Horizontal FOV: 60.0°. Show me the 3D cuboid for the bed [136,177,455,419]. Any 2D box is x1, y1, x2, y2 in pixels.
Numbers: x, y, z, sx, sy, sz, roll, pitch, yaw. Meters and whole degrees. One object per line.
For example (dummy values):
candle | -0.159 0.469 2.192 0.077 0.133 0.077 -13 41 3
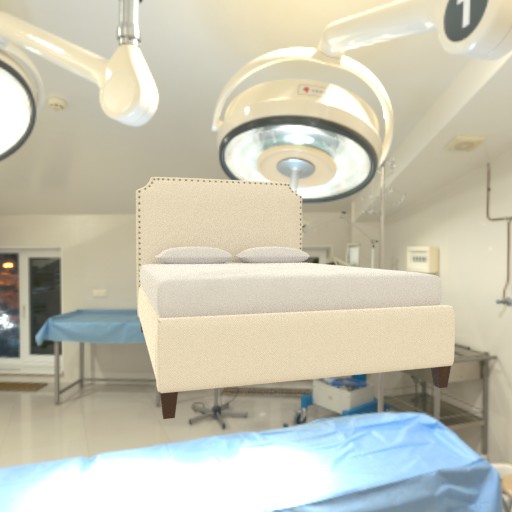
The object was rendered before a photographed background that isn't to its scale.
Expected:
bed | 0.000 0.000 3.426 1.712 1.497 2.372 0 1 -17
